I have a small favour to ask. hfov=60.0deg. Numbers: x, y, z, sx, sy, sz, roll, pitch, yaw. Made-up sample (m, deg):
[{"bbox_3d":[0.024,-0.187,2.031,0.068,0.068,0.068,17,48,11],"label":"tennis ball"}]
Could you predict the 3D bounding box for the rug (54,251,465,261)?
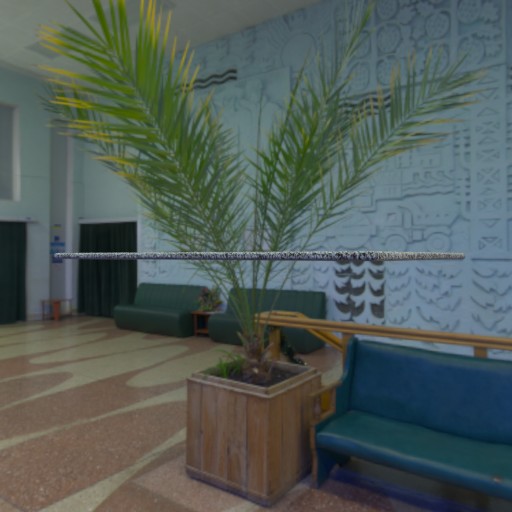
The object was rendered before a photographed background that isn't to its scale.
[{"bbox_3d":[0.000,0.000,2.309,1.778,0.030,1.219,0,0,37],"label":"rug"}]
